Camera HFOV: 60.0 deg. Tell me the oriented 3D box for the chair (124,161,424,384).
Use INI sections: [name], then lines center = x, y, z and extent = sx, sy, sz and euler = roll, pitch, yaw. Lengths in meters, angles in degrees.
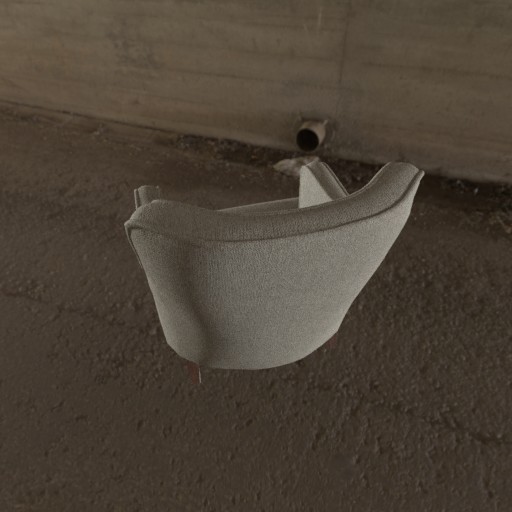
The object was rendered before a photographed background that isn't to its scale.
[chair]
center = 0.000, 0.000, 1.613
extent = 0.820, 0.920, 0.910
euler = -11, 42, -13
